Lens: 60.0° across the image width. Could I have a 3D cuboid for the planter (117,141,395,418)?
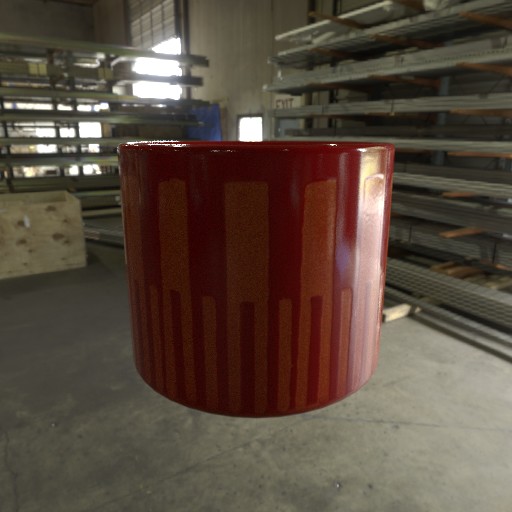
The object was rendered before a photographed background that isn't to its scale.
[{"bbox_3d":[0.000,0.000,0.407,0.230,0.202,0.230,0,15,0],"label":"planter"}]
